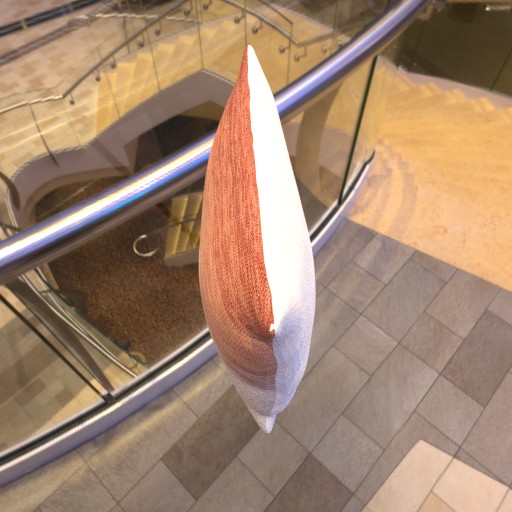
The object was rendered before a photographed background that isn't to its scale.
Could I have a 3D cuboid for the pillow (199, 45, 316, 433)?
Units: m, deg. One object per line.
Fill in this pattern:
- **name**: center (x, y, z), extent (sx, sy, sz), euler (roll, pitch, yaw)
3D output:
- **pillow**: center (0.000, 0.000, 0.685), extent (0.182, 0.441, 0.440), euler (-3, 57, -2)
